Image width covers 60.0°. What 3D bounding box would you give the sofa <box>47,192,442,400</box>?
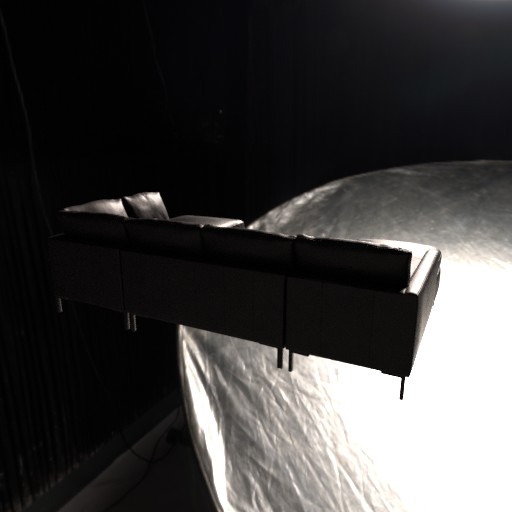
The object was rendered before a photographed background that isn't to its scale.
[{"bbox_3d":[0.000,0.000,3.874,2.956,0.900,1.939,8,17,26],"label":"sofa"}]
